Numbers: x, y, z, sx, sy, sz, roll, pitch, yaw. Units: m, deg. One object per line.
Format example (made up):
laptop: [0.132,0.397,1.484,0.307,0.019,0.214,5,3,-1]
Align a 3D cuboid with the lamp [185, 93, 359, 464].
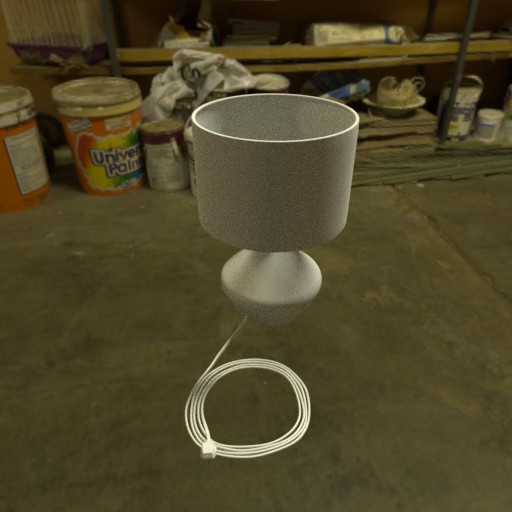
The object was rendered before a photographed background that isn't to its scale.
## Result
lamp: [0.000,0.000,0.832,0.401,0.457,0.546,23,40,30]
